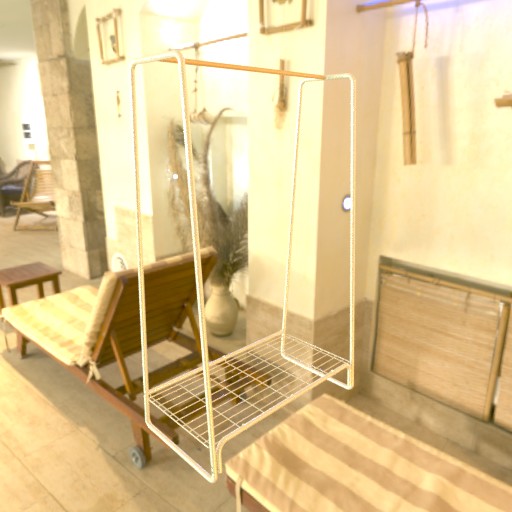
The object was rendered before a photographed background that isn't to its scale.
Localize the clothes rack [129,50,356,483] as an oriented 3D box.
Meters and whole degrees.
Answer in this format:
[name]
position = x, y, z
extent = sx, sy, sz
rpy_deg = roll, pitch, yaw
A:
[clothes rack]
position = 0.000, 0.000, 1.894
extent = 0.900, 1.500, 0.495
rpy_deg = -15, 22, -42
